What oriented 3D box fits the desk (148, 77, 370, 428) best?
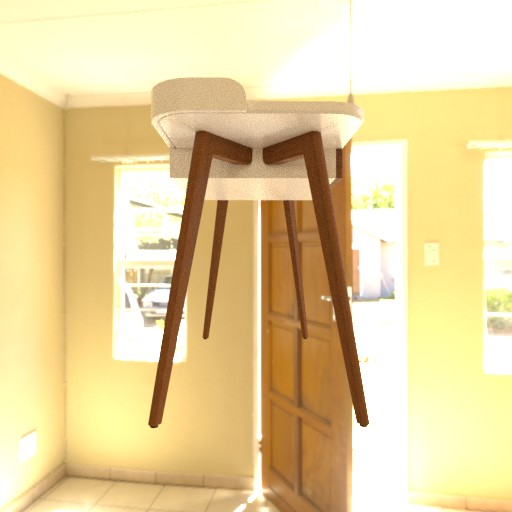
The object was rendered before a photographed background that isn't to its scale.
[{"bbox_3d":[0.000,0.000,1.611,0.534,0.807,1.206,0,0,-1],"label":"desk"}]
